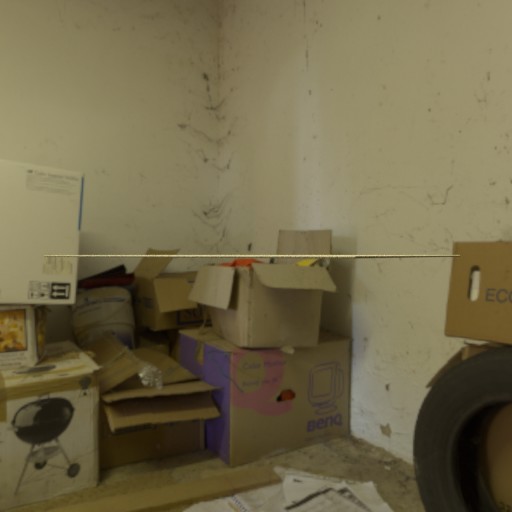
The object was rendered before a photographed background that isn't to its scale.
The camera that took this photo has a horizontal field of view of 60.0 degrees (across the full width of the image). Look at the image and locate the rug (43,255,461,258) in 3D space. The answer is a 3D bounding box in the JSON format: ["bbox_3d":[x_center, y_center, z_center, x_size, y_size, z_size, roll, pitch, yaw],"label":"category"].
[{"bbox_3d":[0.000,0.000,4.137,3.050,0.015,2.441,0,0,36],"label":"rug"}]
